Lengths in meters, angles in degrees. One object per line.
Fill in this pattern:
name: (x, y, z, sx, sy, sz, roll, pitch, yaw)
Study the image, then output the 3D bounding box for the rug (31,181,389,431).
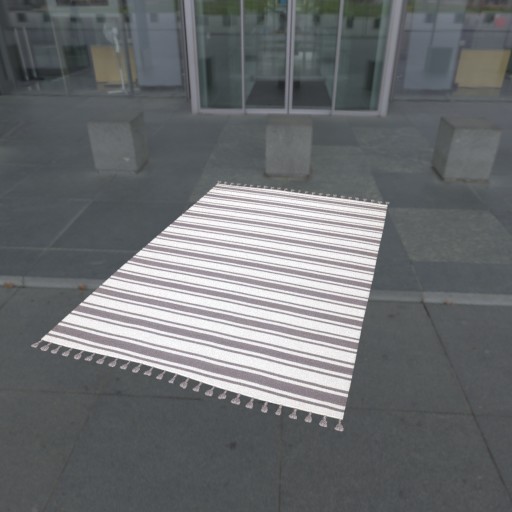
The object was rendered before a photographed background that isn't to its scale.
rug: (0.000, 0.000, 2.983, 1.563, 0.014, 2.425, 10, 32, 16)
